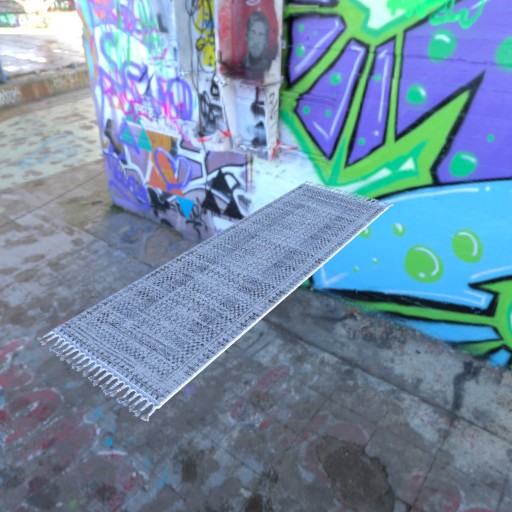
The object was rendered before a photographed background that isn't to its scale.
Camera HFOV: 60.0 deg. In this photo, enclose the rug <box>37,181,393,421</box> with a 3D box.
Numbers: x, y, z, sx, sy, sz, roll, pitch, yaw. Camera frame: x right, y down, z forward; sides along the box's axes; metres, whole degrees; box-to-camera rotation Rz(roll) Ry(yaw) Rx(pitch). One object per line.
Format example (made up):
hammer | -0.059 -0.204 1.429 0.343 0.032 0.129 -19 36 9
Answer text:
rug | 0.000 0.000 2.749 0.786 0.013 2.480 22 38 31
